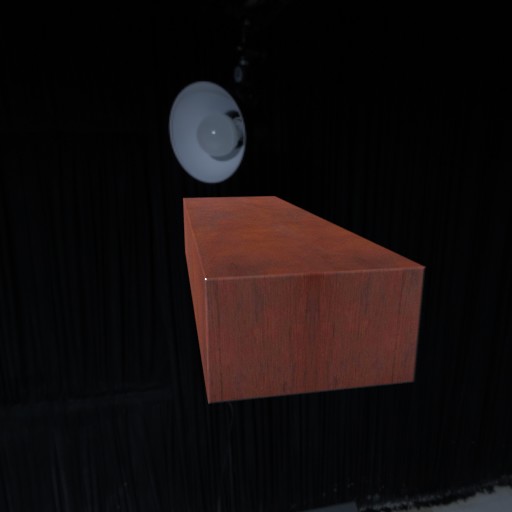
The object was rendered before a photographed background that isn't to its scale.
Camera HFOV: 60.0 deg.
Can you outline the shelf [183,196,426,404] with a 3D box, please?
[{"bbox_3d":[0.000,0.000,0.521,0.152,0.088,0.457,-3,14,-10],"label":"shelf"}]
